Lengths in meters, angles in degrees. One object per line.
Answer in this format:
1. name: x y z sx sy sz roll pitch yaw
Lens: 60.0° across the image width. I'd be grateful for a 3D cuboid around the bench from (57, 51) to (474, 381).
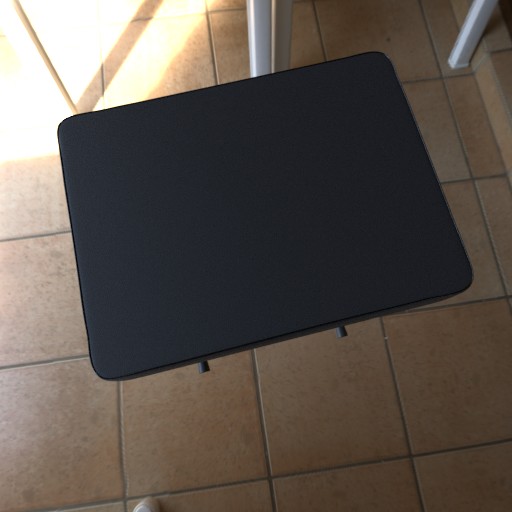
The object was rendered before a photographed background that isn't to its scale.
1. bench: 0.000 0.000 0.748 0.424 0.500 0.321 -13 75 -4
